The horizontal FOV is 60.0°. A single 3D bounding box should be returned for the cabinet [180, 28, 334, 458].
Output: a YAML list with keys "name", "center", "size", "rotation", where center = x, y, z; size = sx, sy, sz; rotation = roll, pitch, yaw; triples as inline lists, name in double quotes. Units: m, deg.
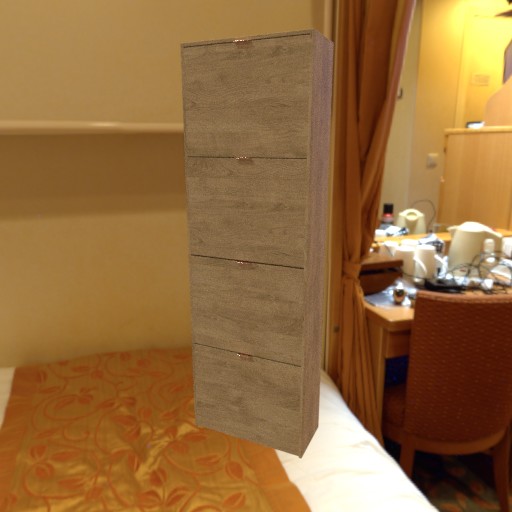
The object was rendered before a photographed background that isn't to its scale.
- name: "cabinet"
  center: [0.000, 0.000, 1.842]
  size: [0.520, 1.630, 0.250]
  rotation: [7, 16, 24]
